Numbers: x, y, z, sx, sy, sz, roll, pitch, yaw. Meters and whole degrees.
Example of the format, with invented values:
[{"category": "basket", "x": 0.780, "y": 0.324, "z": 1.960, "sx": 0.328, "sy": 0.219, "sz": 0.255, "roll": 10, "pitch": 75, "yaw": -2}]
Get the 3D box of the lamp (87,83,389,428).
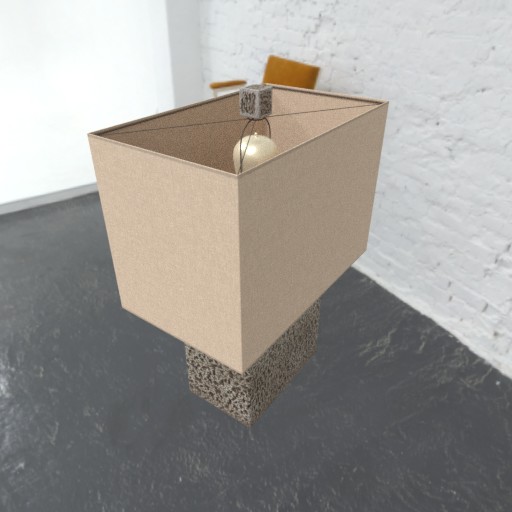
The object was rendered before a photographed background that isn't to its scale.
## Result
[{"category": "lamp", "x": 0.000, "y": 0.000, "z": 0.566, "sx": 0.180, "sy": 0.411, "sz": 0.294, "roll": 21, "pitch": 38, "yaw": 30}]
